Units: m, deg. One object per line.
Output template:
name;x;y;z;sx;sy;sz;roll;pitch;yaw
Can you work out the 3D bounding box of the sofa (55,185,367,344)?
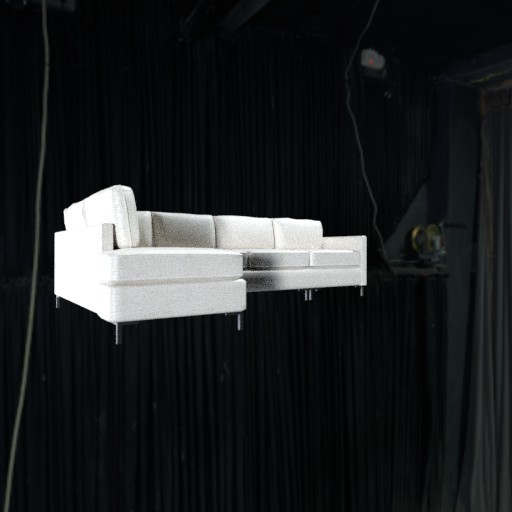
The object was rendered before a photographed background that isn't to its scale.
sofa;0.000;0.000;4.336;3.384;0.996;2.048;0;1;-34
